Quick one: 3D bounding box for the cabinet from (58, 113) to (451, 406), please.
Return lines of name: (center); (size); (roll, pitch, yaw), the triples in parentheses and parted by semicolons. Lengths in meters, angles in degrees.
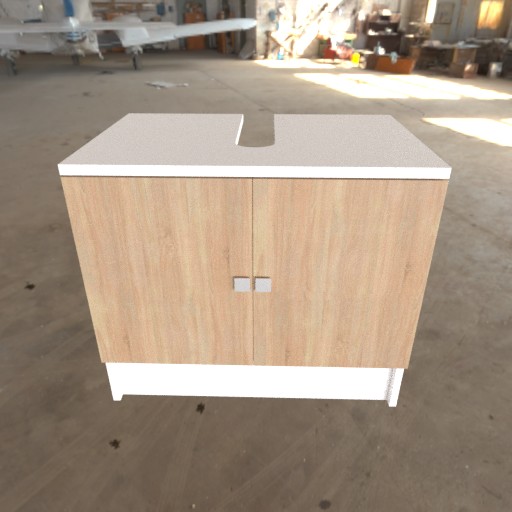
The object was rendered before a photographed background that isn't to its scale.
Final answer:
cabinet: (0.000, 0.000, 0.966); (0.600, 0.522, 0.400); (1, 29, 1)
